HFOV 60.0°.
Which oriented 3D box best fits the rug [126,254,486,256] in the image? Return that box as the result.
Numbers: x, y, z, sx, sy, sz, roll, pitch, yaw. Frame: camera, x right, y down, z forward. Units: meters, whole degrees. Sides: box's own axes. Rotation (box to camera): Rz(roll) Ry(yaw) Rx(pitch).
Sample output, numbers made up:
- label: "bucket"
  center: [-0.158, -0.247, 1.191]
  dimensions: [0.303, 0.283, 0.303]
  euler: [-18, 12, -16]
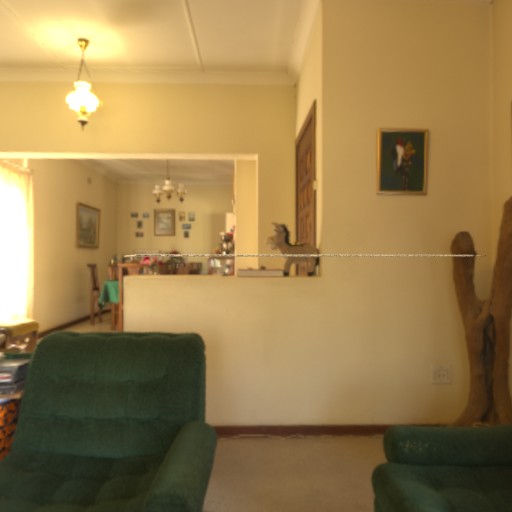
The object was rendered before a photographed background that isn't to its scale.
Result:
- label: "rug"
  center: [0.000, 0.000, 4.394]
  dimensions: [2.464, 0.010, 3.327]
  euler: [0, 0, -18]
